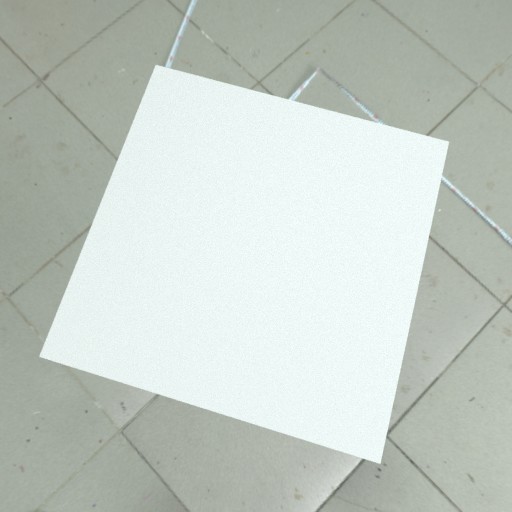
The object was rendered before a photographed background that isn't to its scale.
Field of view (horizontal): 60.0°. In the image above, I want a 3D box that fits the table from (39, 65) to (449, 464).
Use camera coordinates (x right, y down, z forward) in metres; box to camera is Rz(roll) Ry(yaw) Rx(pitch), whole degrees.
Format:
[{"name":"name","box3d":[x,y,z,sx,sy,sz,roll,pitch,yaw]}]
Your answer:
[{"name":"table","box3d":[0.000,0.000,1.347,0.890,0.305,0.890,16,77,4]}]
